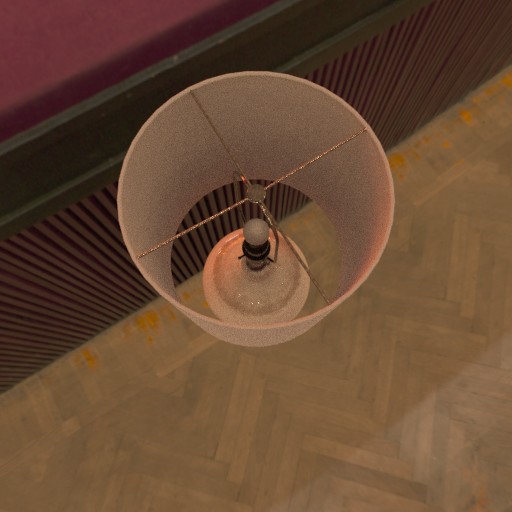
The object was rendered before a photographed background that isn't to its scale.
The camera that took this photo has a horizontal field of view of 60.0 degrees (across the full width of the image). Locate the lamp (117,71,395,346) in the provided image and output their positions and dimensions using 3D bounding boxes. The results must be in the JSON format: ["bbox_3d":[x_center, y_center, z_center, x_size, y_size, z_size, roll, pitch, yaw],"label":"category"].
[{"bbox_3d":[0.000,0.000,0.541,0.217,0.404,0.217,-30,77,-8],"label":"lamp"}]
